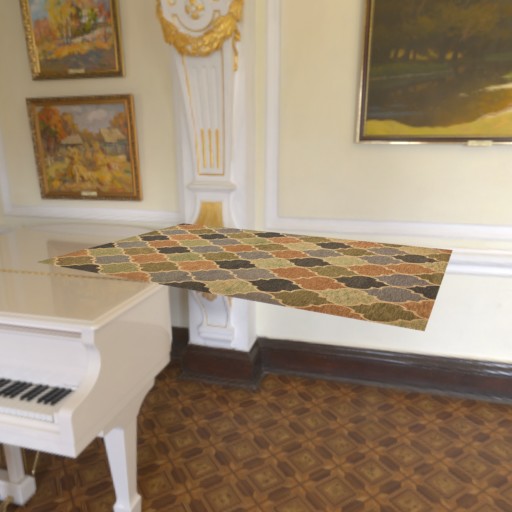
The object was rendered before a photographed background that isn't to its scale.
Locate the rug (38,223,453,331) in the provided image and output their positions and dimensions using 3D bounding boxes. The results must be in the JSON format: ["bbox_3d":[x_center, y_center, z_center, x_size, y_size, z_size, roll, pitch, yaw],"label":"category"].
[{"bbox_3d":[0.000,0.000,2.921,2.284,0.006,1.521,7,16,26],"label":"rug"}]
